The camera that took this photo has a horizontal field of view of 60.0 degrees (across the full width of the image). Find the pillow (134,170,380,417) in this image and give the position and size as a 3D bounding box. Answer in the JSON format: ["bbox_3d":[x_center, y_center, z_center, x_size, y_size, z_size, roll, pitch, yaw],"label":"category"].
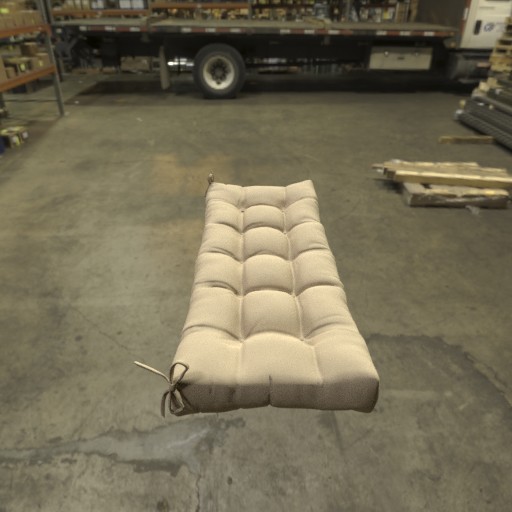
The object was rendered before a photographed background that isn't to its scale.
[{"bbox_3d":[0.000,0.000,1.390,0.511,0.174,1.194,0,31,-1],"label":"pillow"}]
